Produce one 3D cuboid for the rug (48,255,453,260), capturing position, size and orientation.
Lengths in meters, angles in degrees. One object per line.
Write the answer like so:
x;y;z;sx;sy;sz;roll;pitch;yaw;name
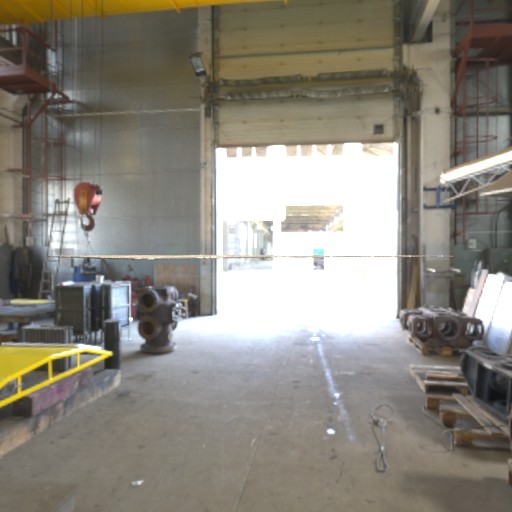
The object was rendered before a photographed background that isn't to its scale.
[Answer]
0.000;0.000;2.261;1.748;0.010;1.142;0;1;-37;rug
